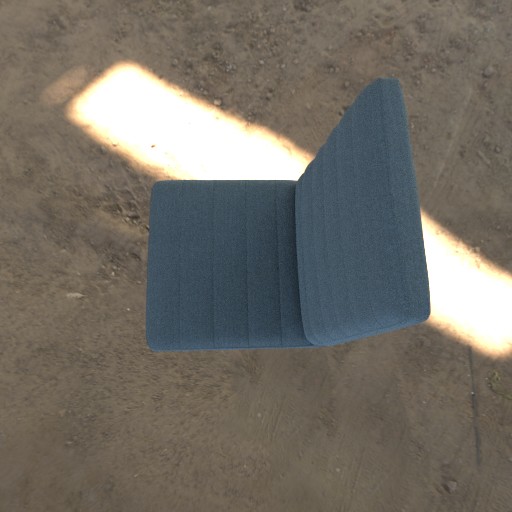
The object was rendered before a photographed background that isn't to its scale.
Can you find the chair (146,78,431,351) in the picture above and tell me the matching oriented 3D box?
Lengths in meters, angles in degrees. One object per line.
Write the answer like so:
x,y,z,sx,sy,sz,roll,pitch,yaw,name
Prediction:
0.000,0.000,1.282,0.634,0.930,0.520,-1,74,0,chair
